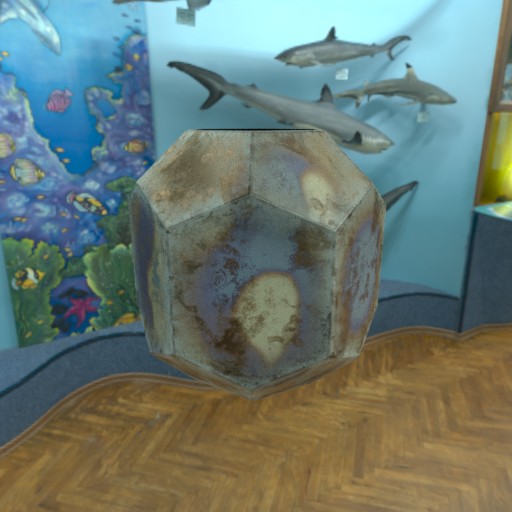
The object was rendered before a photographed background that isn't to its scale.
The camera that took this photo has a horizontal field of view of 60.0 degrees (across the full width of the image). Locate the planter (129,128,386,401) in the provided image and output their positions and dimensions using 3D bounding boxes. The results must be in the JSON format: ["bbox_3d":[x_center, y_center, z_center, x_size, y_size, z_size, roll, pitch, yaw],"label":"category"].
[{"bbox_3d":[0.000,0.000,0.433,0.221,0.238,0.243,-9,19,-26],"label":"planter"}]
